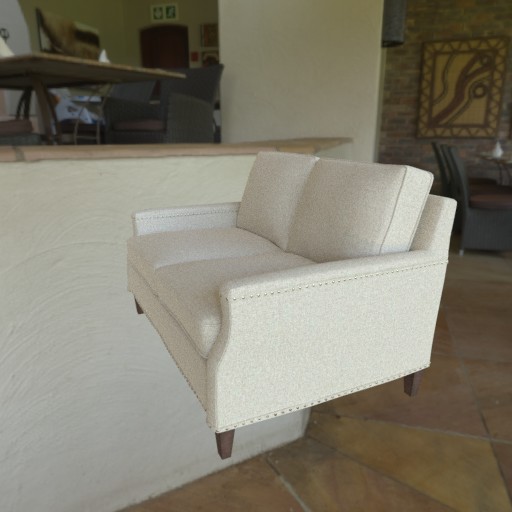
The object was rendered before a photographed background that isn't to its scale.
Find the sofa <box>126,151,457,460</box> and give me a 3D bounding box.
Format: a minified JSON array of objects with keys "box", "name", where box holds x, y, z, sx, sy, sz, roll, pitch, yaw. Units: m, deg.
[{"box":[0.000,0.000,2.282,1.084,1.003,1.597,-7,17,-25],"name":"sofa"}]
